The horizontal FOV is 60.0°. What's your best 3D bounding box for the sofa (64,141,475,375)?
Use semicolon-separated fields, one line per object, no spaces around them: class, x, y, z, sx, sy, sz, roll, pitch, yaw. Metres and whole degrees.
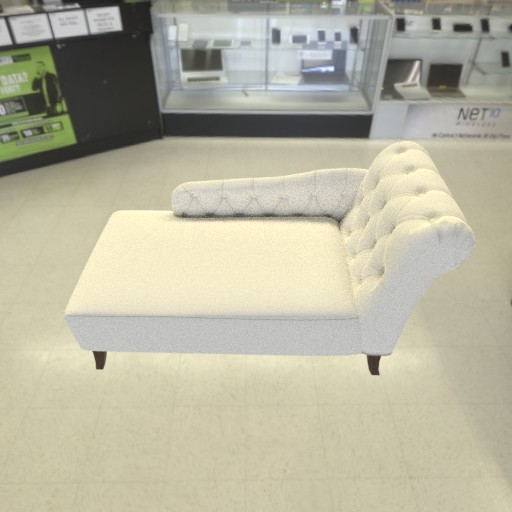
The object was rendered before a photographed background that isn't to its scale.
sofa;0.000;0.000;1.814;1.379;0.787;0.675;1;40;1
